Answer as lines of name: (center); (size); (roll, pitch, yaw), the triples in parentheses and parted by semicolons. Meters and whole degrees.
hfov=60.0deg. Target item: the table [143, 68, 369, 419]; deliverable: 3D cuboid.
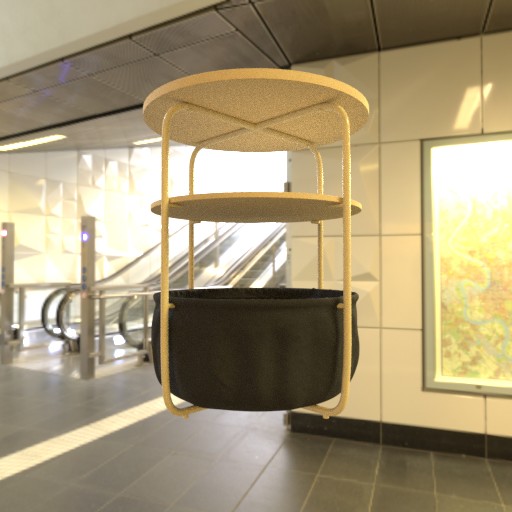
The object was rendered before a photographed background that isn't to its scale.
table: (0.000, 0.000, 0.842); (0.418, 0.532, 0.418); (0, -1, 0)
